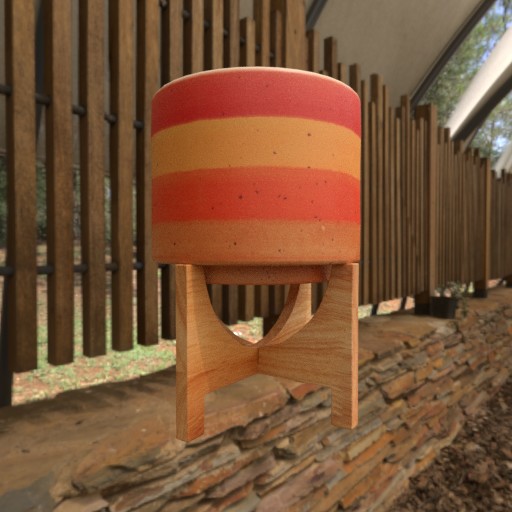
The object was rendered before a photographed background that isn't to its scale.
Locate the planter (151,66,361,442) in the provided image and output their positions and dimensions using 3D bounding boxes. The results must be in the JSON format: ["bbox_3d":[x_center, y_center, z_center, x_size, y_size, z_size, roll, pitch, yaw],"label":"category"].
[{"bbox_3d":[0.000,0.000,0.564,0.269,0.379,0.269,0,1,0],"label":"planter"}]
